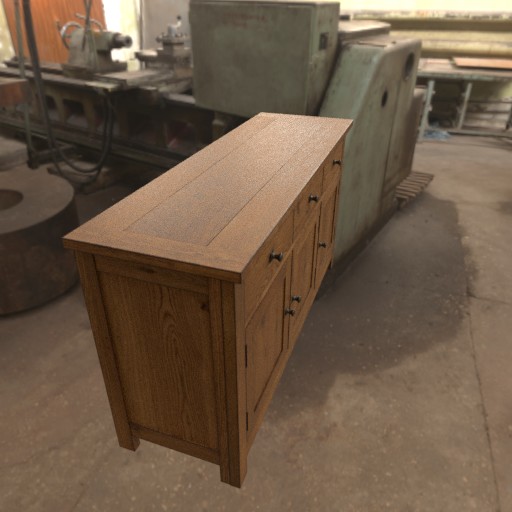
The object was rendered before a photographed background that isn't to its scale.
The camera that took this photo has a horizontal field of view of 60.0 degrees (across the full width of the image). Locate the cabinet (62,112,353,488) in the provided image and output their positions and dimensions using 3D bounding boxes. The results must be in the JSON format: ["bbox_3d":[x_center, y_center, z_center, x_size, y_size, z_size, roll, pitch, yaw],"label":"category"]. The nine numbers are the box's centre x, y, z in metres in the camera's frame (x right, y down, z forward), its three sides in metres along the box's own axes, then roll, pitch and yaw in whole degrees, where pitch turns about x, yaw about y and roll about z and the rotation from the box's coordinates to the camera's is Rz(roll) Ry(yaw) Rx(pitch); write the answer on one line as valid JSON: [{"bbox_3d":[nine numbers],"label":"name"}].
[{"bbox_3d":[0.000,0.000,1.818,0.480,0.813,1.474,10,32,17],"label":"cabinet"}]
